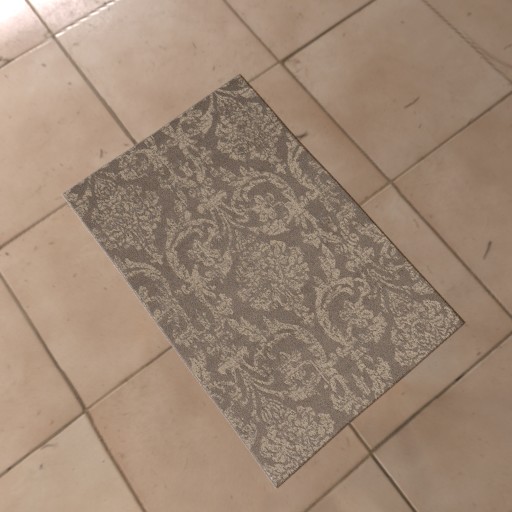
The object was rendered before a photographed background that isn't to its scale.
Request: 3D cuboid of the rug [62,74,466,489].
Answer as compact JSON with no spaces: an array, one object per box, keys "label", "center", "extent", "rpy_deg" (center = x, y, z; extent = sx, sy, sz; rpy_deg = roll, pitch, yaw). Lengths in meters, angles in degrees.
[{"label":"rug","center":[0.000,0.000,2.278],"extent":[1.206,0.012,1.824],"rpy_deg":[-37,78,-9]}]
